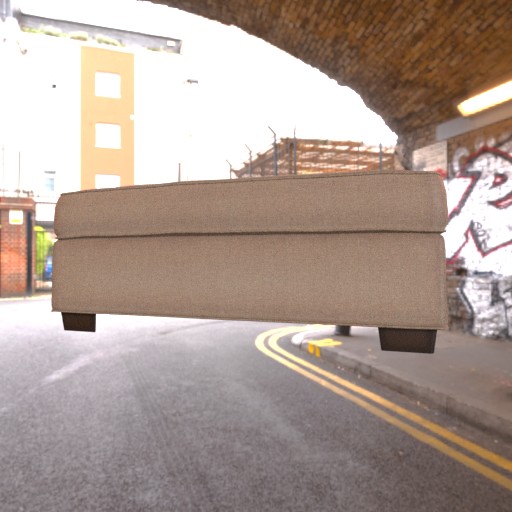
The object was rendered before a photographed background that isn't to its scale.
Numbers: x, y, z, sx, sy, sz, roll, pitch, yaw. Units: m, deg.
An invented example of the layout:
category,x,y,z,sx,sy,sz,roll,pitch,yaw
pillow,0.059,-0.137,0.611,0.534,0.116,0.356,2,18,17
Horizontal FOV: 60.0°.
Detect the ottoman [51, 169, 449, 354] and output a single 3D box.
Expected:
category,x,y,z,sx,sy,sz,roll,pitch,yaw
ottoman,0.000,0.000,1.428,1.097,0.448,0.617,0,0,19
